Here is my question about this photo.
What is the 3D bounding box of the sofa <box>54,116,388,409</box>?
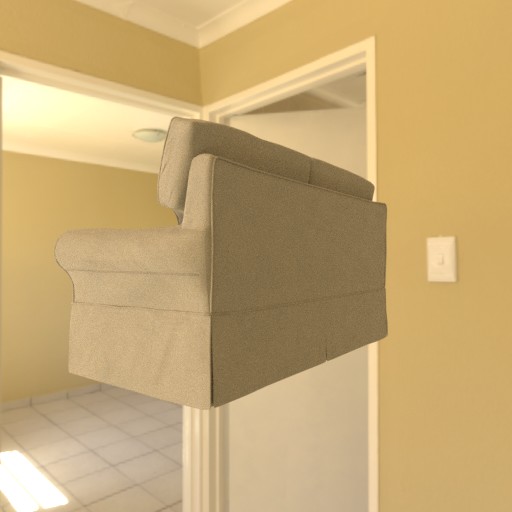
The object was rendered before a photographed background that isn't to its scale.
[{"bbox_3d":[0.000,0.000,2.353,0.841,1.024,1.823,0,0,36],"label":"sofa"}]
